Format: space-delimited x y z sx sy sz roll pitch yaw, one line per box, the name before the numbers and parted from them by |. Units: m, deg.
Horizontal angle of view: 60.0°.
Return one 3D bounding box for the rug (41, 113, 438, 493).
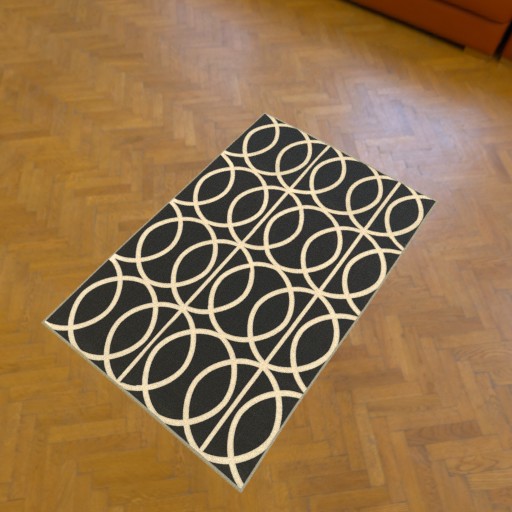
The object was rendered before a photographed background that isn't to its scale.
rug | 0.000 0.000 2.903 1.528 0.014 2.294 32 64 18
